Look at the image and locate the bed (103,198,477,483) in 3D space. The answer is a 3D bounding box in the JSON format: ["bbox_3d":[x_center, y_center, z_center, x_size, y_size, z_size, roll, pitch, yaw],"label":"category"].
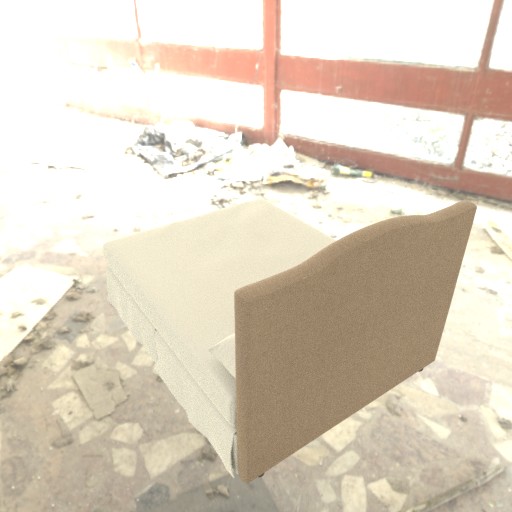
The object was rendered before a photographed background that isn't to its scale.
[{"bbox_3d":[0.000,0.000,3.392,1.821,1.436,2.282,-20,36,-29],"label":"bed"}]
